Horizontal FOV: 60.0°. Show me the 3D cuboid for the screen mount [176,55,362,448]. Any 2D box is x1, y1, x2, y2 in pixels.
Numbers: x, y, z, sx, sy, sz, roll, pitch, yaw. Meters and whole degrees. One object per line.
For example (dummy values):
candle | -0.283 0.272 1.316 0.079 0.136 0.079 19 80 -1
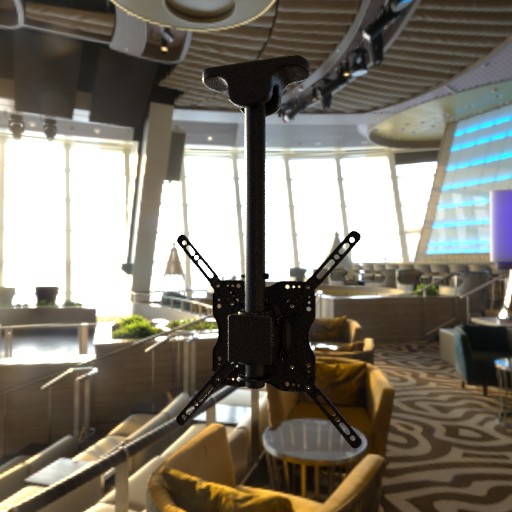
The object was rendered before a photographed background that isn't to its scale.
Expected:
screen mount | 0.000 0.000 0.865 0.393 0.729 0.090 0 -1 19
